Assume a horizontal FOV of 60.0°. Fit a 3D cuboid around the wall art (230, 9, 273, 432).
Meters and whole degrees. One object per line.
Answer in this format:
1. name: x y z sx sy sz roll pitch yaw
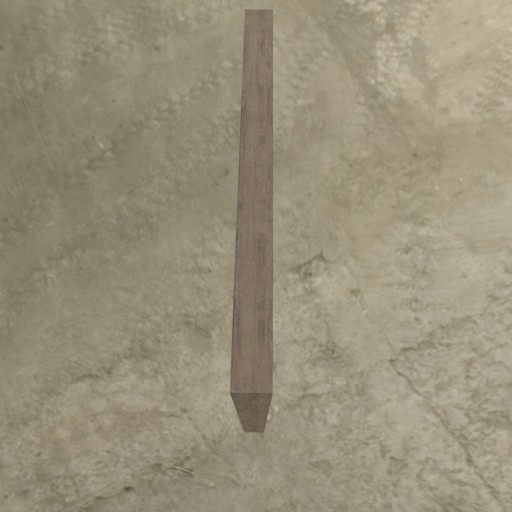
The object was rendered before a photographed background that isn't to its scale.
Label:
1. wall art: 0.000 0.000 0.729 0.038 0.508 0.508 1 65 0
